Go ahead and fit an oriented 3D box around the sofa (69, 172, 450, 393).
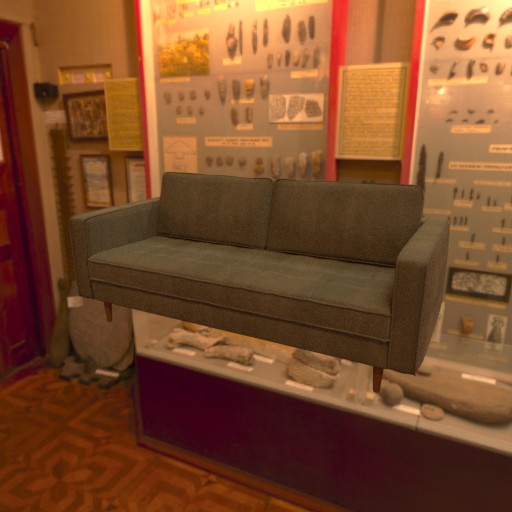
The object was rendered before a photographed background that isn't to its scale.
[{"bbox_3d":[0.000,0.000,2.471,1.920,0.825,0.924,8,18,27],"label":"sofa"}]
